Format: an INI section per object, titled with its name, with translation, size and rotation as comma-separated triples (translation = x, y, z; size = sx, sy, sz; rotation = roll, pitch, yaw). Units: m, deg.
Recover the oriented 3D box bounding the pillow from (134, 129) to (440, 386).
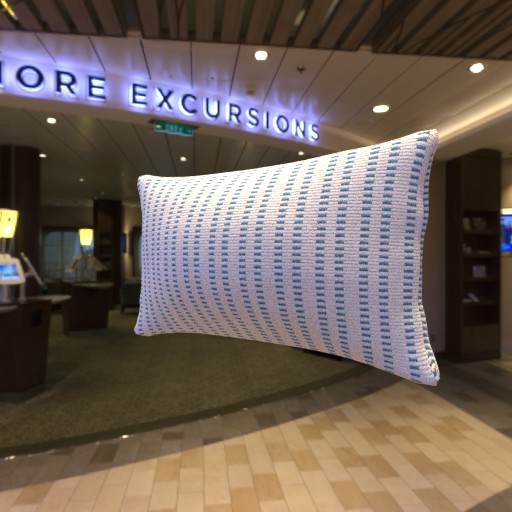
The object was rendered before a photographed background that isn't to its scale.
[pillow]
translation = 0.000, 0.000, 0.801
size = 0.640, 0.353, 0.210
rotation = 0, 0, 36
